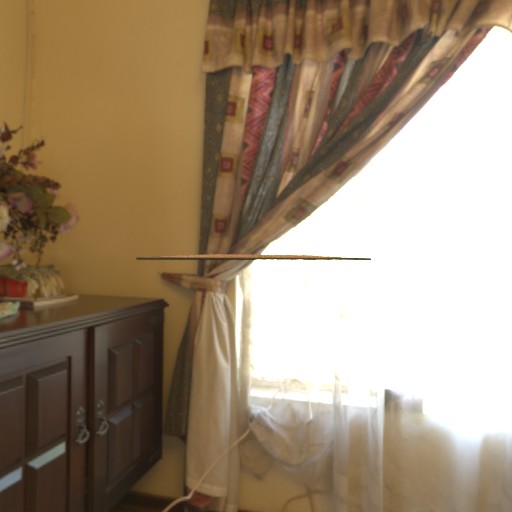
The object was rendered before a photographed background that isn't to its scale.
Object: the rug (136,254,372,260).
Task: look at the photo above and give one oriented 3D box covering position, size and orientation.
[{"bbox_3d":[0.000,0.000,2.641,0.760,0.009,2.440,0,0,0],"label":"rug"}]
